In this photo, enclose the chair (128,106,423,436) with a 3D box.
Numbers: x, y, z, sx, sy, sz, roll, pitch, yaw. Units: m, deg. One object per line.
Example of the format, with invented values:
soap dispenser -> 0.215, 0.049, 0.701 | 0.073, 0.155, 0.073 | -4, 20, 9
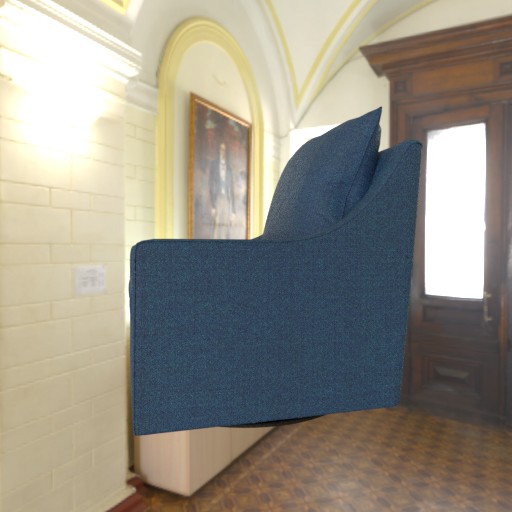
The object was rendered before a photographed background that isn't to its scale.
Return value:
chair -> 0.000, 0.000, 1.574 | 0.870, 0.939, 0.750 | 0, 1, -16
